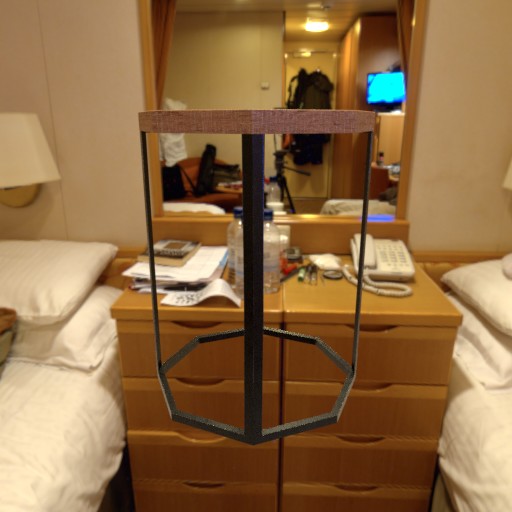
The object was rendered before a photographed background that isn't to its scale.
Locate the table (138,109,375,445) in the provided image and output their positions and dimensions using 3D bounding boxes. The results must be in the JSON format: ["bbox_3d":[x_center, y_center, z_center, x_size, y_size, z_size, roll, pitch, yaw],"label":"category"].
[{"bbox_3d":[0.000,0.000,0.896,0.437,0.553,0.437,-16,23,-41],"label":"table"}]
